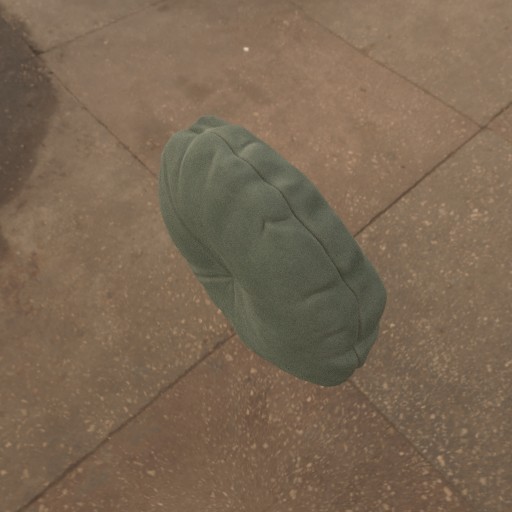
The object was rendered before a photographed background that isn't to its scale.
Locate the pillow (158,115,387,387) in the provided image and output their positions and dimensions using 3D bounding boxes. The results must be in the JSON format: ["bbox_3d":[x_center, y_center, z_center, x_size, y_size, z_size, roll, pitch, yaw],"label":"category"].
[{"bbox_3d":[0.000,0.000,0.655,0.148,0.407,0.428,-35,65,-19],"label":"pillow"}]
